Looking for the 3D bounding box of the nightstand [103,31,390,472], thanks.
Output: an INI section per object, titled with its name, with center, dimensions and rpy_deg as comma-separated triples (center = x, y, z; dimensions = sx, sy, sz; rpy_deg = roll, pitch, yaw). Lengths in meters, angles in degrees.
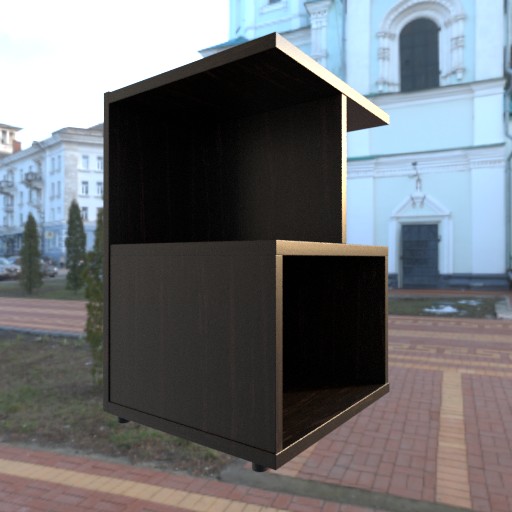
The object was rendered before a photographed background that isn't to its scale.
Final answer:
[nightstand]
center = 0.000, 0.000, 0.814
dimensions = 0.356, 0.559, 0.400
rpy_deg = 0, 0, 36
